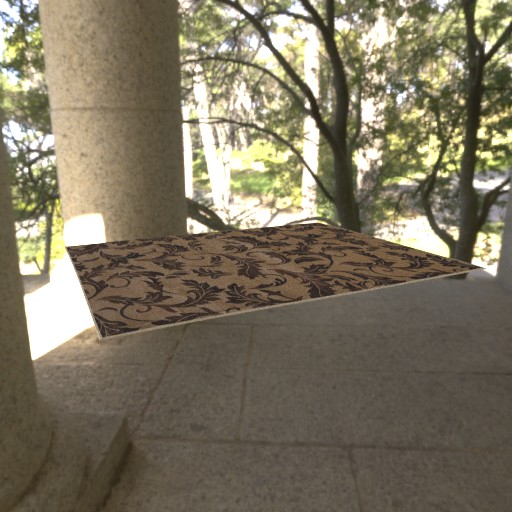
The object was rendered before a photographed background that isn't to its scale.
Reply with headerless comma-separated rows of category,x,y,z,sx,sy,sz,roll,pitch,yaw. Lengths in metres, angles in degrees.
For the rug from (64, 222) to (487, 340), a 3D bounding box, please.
rug,0.000,0.000,3.930,2.977,0.008,2.380,-7,16,-26
